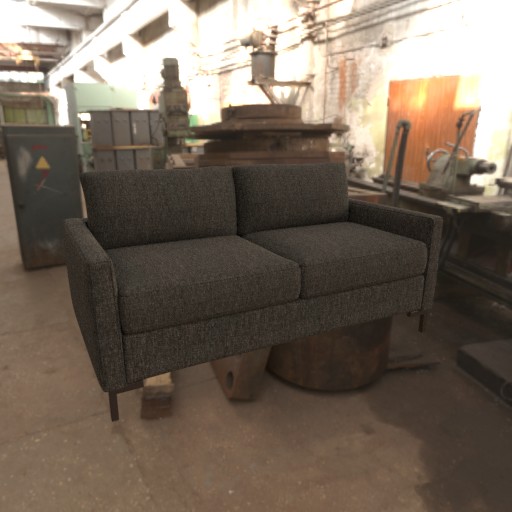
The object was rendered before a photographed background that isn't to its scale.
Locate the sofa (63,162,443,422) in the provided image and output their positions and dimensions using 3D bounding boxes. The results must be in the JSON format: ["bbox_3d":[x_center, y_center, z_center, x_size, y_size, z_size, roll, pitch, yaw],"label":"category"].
[{"bbox_3d":[0.000,0.000,2.232,1.716,0.862,0.866,-8,18,-27],"label":"sofa"}]
